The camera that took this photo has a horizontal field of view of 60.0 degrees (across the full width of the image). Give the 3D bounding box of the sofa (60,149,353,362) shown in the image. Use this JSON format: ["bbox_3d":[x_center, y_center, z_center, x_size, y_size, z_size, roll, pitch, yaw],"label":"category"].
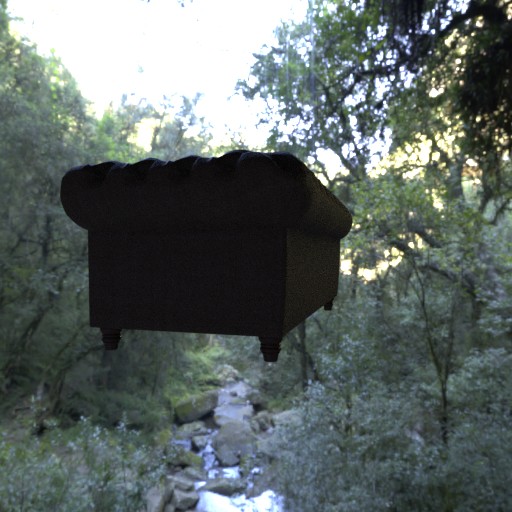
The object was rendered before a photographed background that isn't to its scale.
[{"bbox_3d":[0.000,0.000,2.495,0.944,0.780,2.048,0,0,17],"label":"sofa"}]
